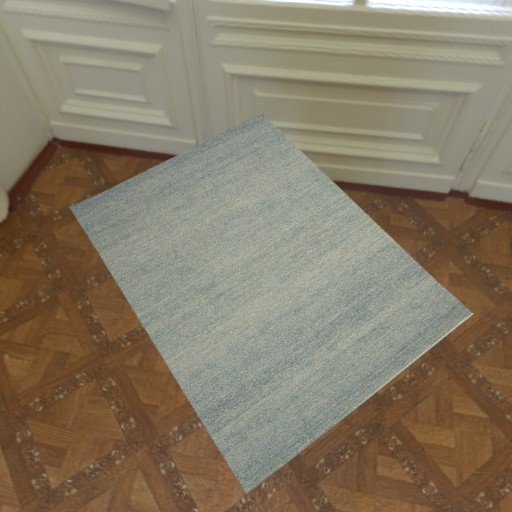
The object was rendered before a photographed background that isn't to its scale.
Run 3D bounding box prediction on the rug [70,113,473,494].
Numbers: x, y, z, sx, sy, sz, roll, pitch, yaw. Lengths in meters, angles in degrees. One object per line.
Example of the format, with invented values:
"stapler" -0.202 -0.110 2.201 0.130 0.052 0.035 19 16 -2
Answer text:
"rug" 0.000 0.000 4.258 2.461 0.046 3.237 -31 63 -18
